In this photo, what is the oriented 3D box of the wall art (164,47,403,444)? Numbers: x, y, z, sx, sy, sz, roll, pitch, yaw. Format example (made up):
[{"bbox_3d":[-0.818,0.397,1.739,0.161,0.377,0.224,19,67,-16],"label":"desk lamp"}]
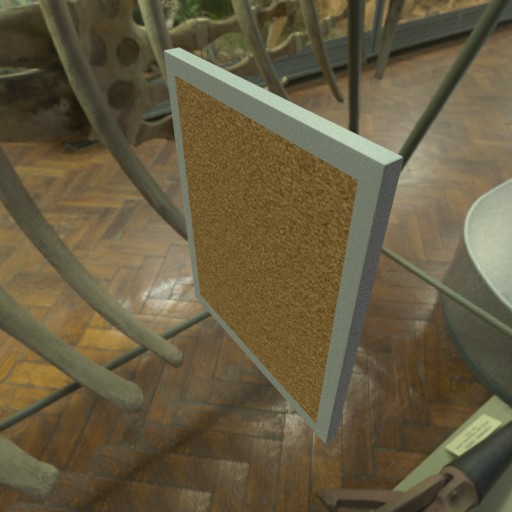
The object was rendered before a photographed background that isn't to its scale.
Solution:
[{"bbox_3d":[0.000,0.000,0.748,0.028,0.556,0.454,-26,47,-27],"label":"wall art"}]
